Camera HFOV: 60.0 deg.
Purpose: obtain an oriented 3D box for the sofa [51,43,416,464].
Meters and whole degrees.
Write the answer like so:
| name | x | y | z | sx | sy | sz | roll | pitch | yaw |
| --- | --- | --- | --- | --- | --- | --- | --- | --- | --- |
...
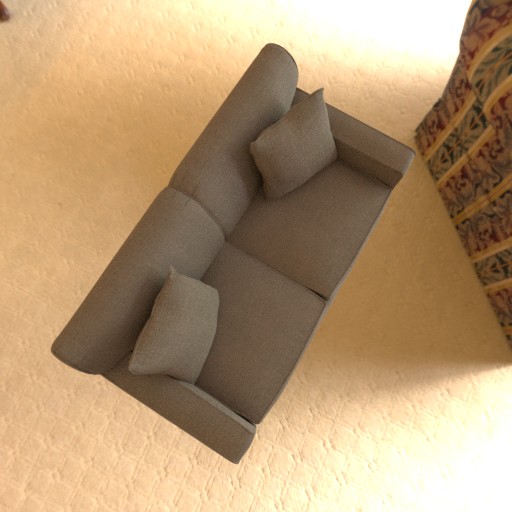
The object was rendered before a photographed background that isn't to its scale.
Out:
| name | x | y | z | sx | sy | sz | roll | pitch | yaw |
| --- | --- | --- | --- | --- | --- | --- | --- | --- | --- |
| sofa | 0.000 | 0.000 | 2.413 | 1.000 | 0.958 | 1.846 | 31 | 78 | 7 |
